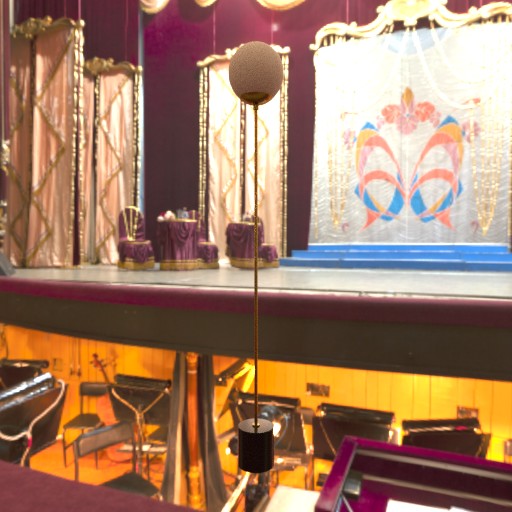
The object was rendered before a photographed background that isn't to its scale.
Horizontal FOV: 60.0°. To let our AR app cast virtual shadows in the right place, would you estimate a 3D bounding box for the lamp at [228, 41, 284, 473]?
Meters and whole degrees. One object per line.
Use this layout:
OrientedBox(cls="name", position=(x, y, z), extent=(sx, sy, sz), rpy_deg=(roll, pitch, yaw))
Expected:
OrientedBox(cls="lamp", position=(0.000, 0.000, 1.843), extent=(0.229, 1.748, 0.229), rpy_deg=(0, 1, 19))
